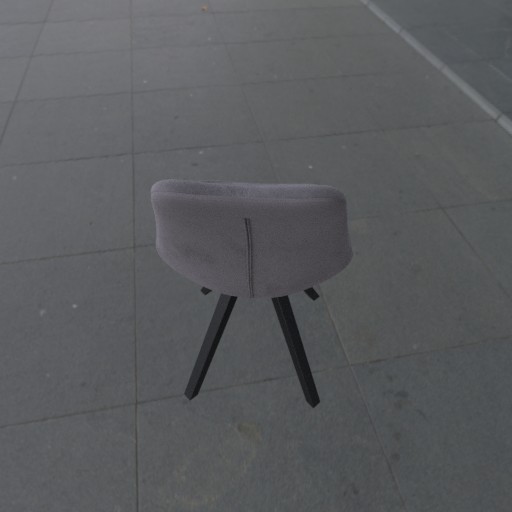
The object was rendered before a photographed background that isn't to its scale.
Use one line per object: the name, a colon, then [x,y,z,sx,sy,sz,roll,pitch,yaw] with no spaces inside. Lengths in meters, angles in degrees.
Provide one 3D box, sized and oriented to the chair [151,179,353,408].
chair: [0.000,0.000,1.194,0.485,0.850,0.550,3,46,3]
